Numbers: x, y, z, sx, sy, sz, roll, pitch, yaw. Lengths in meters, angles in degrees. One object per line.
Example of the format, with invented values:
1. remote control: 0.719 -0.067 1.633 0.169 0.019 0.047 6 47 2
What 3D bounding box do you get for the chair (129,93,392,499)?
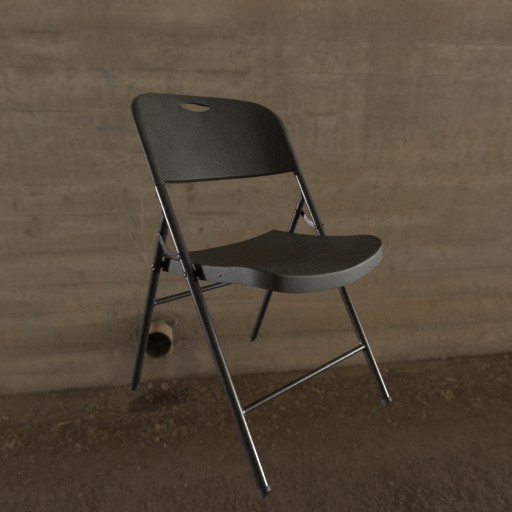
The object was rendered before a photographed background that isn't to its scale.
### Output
1. chair: 0.000 0.000 1.136 0.494 0.810 0.566 -14 20 -41
